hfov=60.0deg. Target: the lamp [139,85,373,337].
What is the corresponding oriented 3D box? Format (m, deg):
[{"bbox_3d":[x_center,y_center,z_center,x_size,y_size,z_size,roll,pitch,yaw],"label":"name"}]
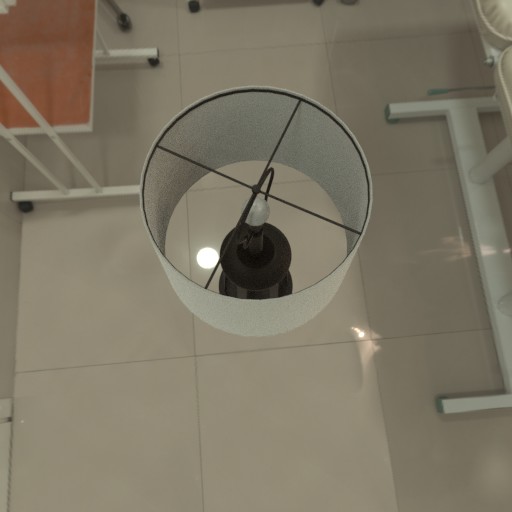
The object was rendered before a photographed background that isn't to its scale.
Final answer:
[{"bbox_3d":[0.000,0.000,0.664,0.251,0.509,0.251,0,75,0],"label":"lamp"}]
